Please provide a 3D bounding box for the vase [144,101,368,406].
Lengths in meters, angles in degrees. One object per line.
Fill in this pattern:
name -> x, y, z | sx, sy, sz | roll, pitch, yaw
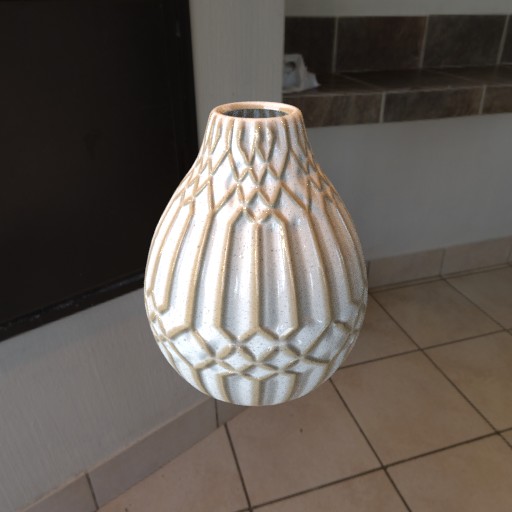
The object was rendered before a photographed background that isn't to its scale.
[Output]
vase -> 0.000, 0.000, 0.312 | 0.159, 0.200, 0.159 | 0, 30, 0
